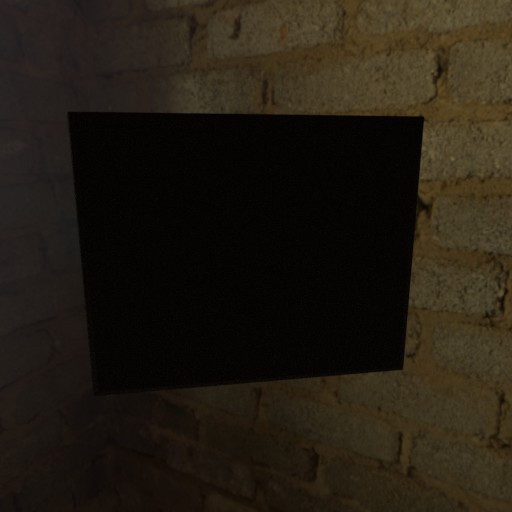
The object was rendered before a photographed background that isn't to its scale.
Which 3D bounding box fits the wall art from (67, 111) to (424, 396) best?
[{"bbox_3d":[0.000,0.000,0.752,0.559,0.458,0.029,-2,14,-9],"label":"wall art"}]
